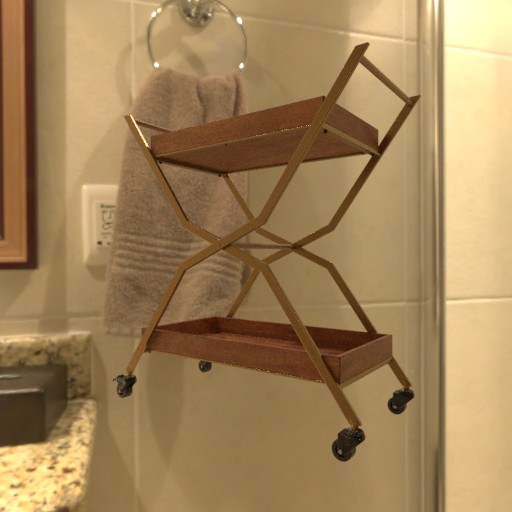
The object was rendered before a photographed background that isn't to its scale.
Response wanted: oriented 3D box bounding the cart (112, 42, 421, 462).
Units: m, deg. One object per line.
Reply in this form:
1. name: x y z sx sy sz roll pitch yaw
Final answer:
1. cart: 0.000 0.000 1.296 0.836 0.869 0.405 0 0 36
